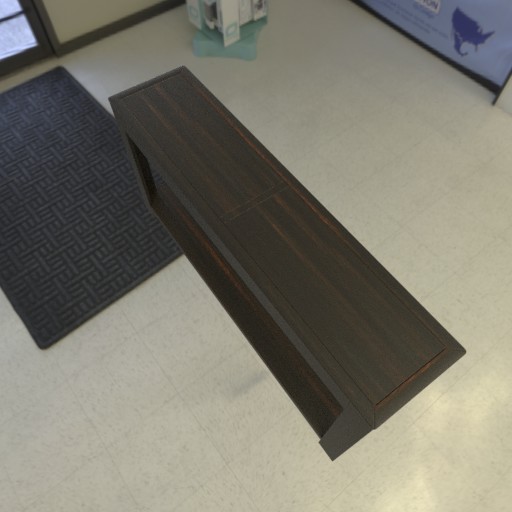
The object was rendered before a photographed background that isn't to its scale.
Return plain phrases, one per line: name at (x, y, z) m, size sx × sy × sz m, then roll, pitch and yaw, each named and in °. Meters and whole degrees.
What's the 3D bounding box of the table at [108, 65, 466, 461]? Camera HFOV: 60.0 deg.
table at (0.000, 0.000, 1.916) m, size 0.384 × 0.762 × 1.631 m, roll -31°, pitch 64°, yaw -17°
